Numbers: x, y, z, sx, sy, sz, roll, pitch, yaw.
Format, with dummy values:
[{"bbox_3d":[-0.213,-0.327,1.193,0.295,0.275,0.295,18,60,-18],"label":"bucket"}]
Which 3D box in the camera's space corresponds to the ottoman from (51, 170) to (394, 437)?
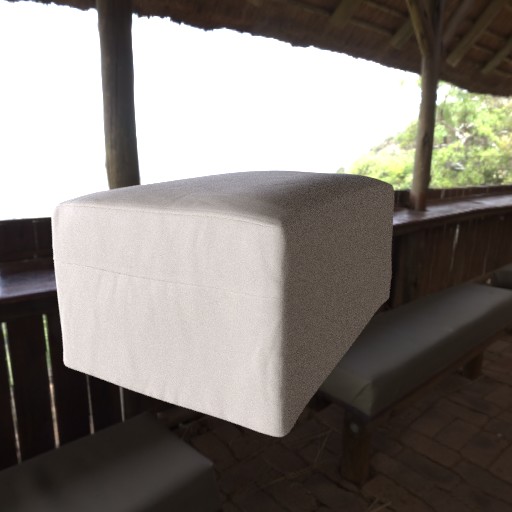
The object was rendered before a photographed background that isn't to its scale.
[{"bbox_3d":[0.000,0.000,1.205,0.590,0.444,0.872,7,16,27],"label":"ottoman"}]
